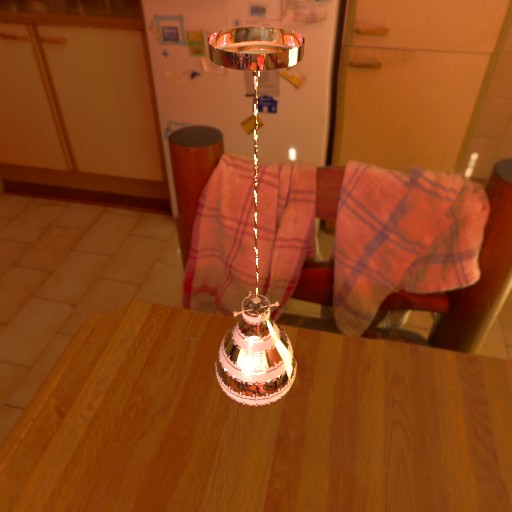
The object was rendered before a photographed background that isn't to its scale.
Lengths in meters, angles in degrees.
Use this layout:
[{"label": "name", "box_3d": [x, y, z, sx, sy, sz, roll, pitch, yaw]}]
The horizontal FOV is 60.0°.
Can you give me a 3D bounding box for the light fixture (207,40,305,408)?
[{"label": "light fixture", "box_3d": [0.000, 0.000, 1.607, 0.374, 1.457, 0.374, -12, 42, -13]}]
